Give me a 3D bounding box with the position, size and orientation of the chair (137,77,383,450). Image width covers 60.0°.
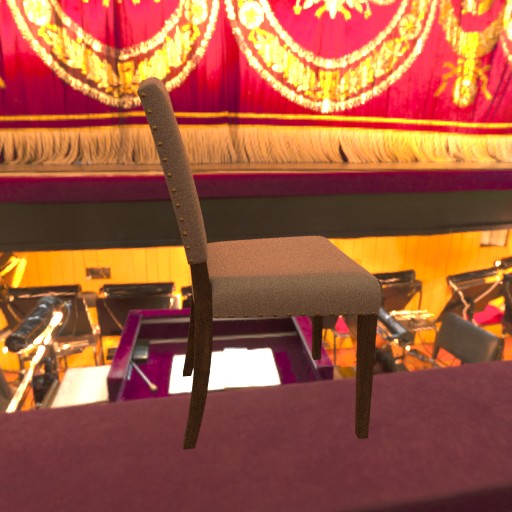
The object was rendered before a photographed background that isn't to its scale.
[{"bbox_3d":[0.000,0.000,1.366,0.620,1.020,0.508,-3,17,-9],"label":"chair"}]
